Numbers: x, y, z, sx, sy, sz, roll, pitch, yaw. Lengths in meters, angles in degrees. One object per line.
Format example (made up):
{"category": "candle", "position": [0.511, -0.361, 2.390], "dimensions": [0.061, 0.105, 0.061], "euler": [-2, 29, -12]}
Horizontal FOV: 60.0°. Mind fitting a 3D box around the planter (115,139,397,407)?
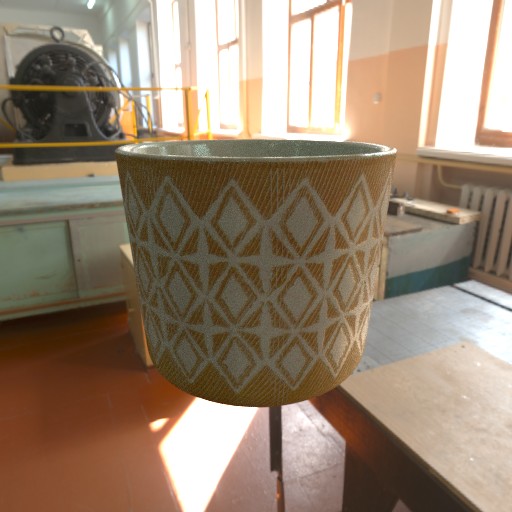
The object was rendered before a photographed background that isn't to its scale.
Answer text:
{"category": "planter", "position": [0.000, 0.000, 0.341], "dimensions": [0.193, 0.165, 0.193], "euler": [0, 18, 0]}
